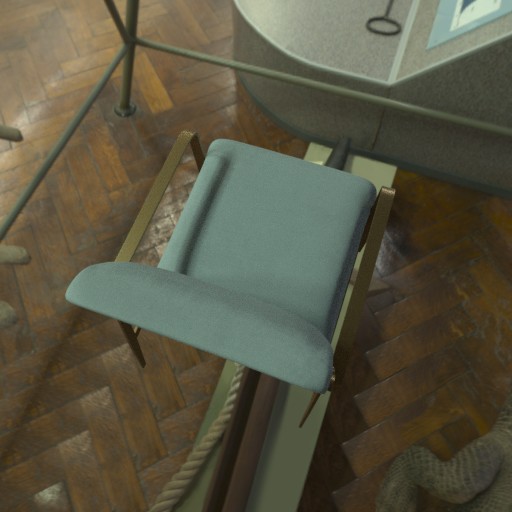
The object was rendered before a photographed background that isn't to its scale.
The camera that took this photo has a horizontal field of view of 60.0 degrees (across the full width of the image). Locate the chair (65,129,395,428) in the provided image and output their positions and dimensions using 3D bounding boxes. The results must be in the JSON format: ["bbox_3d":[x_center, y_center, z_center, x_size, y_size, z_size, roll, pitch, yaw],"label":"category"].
[{"bbox_3d":[0.000,0.000,1.433,0.701,0.824,0.842,18,65,9],"label":"chair"}]
